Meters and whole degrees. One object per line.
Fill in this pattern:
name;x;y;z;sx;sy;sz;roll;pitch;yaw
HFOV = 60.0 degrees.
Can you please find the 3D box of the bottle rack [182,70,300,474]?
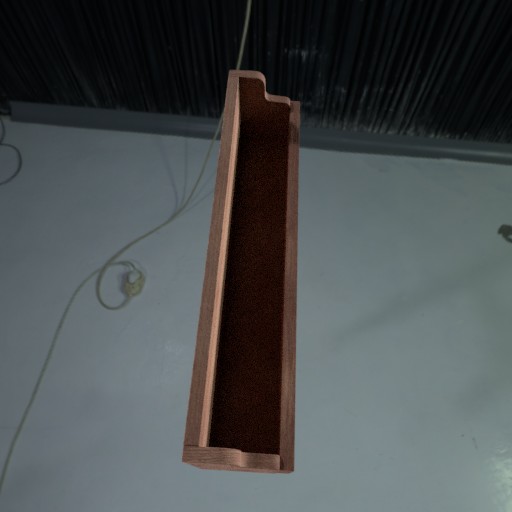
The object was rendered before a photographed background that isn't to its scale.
bottle rack;0.000;0.000;0.700;0.126;0.196;0.608;3;62;2
